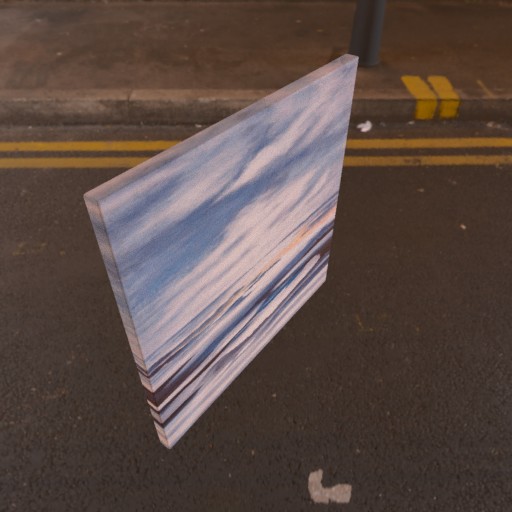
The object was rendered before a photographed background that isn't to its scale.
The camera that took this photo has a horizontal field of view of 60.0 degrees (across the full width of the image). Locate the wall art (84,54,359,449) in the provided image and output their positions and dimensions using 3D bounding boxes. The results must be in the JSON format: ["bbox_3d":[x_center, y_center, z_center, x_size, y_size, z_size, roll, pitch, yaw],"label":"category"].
[{"bbox_3d":[0.000,0.000,1.077,0.035,0.747,0.747,27,49,27],"label":"wall art"}]
